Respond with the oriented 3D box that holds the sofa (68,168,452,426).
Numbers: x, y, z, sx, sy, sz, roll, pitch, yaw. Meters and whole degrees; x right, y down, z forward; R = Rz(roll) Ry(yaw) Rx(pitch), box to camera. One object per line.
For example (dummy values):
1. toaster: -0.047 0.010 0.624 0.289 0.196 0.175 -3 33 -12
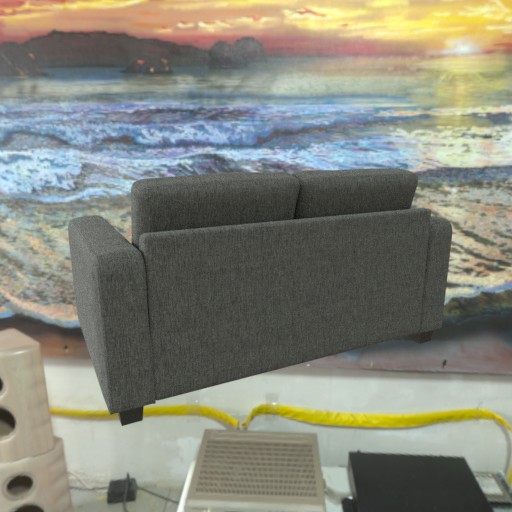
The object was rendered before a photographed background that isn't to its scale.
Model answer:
1. sofa: 0.000 0.000 2.029 1.520 0.800 0.900 -7 16 -26
